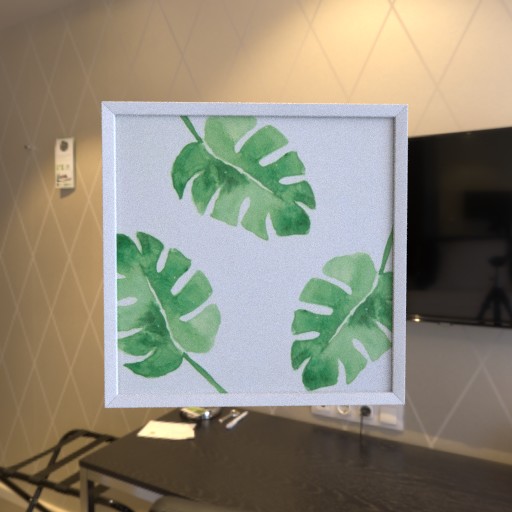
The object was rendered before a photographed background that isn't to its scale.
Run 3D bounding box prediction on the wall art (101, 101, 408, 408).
[{"bbox_3d":[0.000,0.000,1.132,0.762,0.762,0.040,0,2,-2],"label":"wall art"}]
